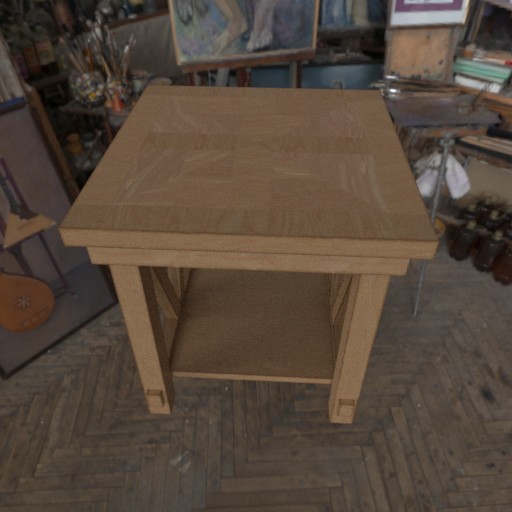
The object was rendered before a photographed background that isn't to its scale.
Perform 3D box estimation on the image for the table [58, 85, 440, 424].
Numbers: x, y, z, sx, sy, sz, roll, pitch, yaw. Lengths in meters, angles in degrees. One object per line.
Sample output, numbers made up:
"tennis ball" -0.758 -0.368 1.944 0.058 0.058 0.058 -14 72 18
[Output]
"table" 0.000 0.000 1.146 0.610 0.638 0.612 2 42 2
